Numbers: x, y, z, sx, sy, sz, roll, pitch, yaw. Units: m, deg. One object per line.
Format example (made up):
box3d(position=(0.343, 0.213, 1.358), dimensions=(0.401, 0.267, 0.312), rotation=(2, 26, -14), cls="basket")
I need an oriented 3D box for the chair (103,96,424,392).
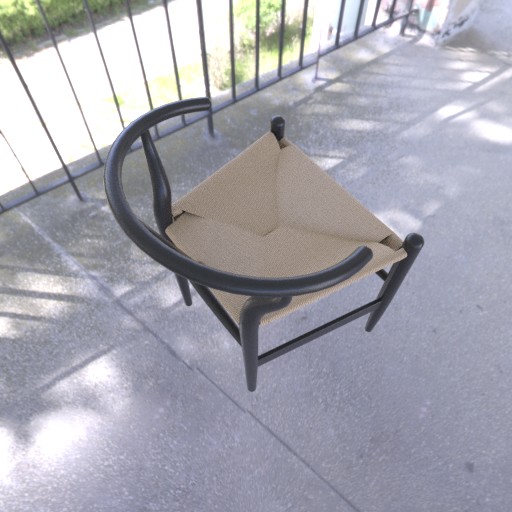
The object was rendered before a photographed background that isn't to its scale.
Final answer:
box3d(position=(0.000, 0.000, 1.141), dimensions=(0.570, 0.739, 0.570), rotation=(-32, 63, -19), cls="chair")
